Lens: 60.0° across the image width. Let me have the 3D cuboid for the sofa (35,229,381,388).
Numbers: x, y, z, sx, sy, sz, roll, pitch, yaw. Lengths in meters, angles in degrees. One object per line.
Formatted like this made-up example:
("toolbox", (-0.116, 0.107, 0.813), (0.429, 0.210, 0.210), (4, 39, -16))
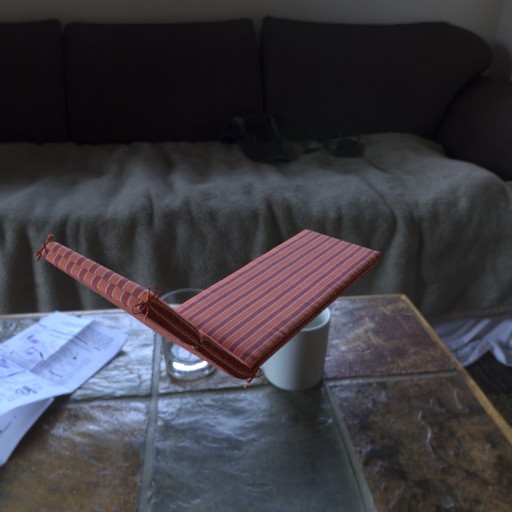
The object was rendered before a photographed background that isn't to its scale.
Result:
("sofa", (0.000, 0.000, 1.982), (0.582, 0.622, 1.663), (21, 35, 33))
